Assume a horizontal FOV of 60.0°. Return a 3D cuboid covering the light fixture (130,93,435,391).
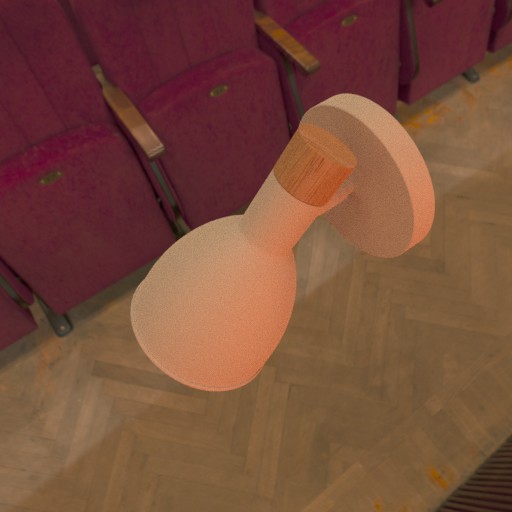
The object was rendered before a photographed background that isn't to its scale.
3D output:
[{"bbox_3d":[0.000,0.000,0.328,0.209,0.199,0.127,-32,68,-15],"label":"light fixture"}]
